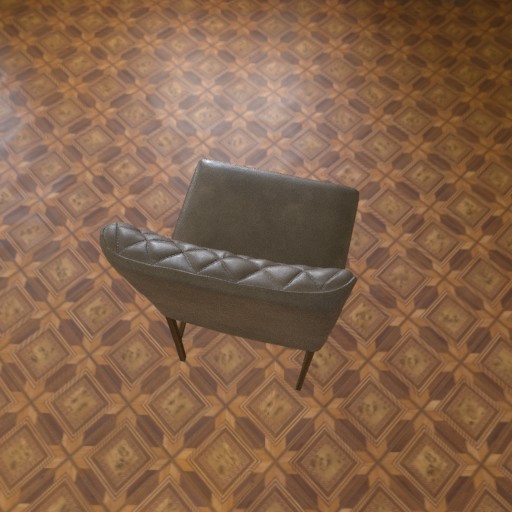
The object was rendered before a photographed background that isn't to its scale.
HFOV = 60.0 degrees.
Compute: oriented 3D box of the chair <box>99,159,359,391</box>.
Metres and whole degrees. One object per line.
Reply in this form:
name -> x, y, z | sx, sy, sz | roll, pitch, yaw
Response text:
chair -> 0.000, 0.000, 1.235 | 0.508, 0.889, 0.587 | 12, 63, 6
